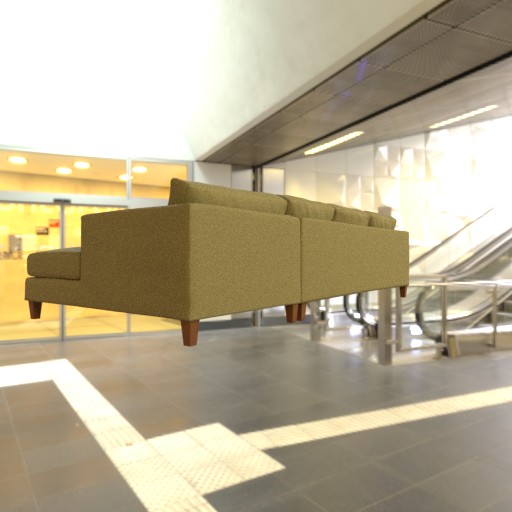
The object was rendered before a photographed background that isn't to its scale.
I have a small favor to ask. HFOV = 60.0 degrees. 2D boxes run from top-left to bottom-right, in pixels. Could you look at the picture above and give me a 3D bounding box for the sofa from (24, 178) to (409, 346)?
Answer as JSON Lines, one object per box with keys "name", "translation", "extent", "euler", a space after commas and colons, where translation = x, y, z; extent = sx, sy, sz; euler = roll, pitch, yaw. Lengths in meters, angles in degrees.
{"name": "sofa", "translation": [0.000, 0.000, 3.836], "extent": [1.625, 0.861, 3.186], "euler": [0, 0, 37]}
